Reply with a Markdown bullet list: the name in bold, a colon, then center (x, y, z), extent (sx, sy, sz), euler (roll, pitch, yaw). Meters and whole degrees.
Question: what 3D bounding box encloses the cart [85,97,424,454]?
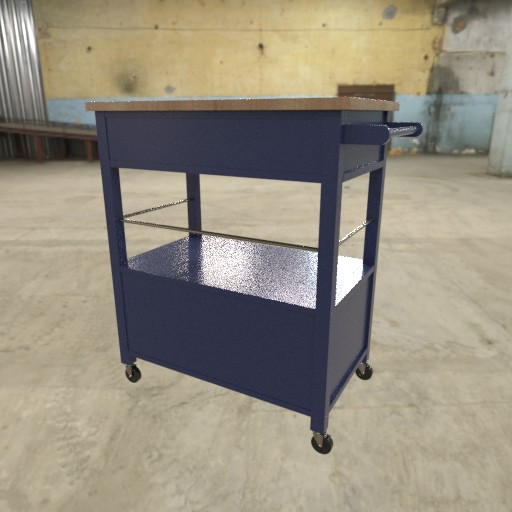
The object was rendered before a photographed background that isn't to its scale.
- **cart**: center (0.000, 0.000, 1.371), extent (0.840, 0.901, 0.459), euler (10, 20, 28)
